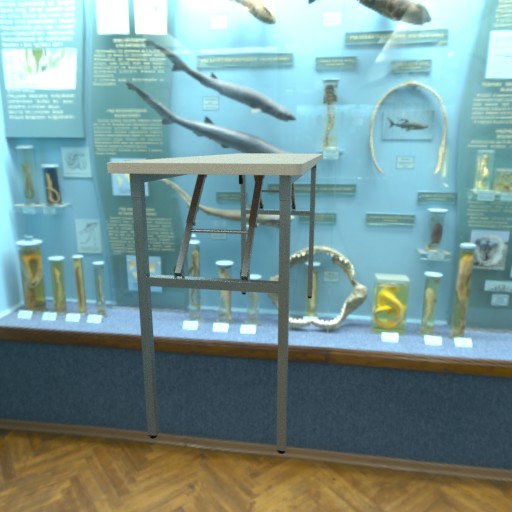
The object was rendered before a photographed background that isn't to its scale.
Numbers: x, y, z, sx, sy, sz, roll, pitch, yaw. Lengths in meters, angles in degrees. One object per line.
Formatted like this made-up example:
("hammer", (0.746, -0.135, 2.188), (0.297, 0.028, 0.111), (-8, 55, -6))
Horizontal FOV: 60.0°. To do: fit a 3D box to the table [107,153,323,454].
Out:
("table", (0.000, 0.000, 1.709), (0.446, 0.750, 1.397), (2, 14, 10))
